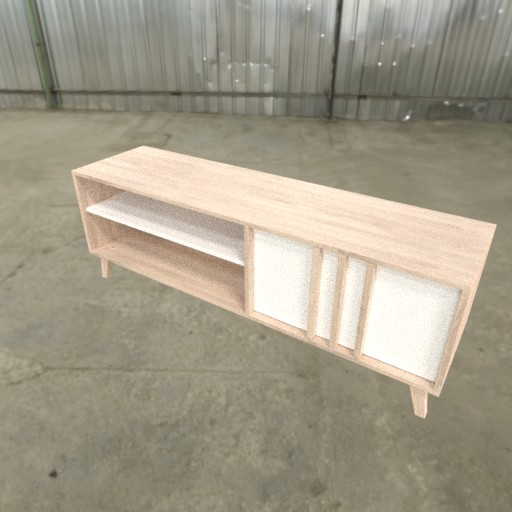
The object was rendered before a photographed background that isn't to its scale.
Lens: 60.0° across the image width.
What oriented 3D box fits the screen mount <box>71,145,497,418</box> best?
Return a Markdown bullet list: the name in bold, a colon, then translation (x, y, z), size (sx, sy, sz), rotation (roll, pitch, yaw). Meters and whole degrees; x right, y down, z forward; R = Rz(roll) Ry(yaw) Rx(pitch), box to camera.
- **screen mount**: translation (0.000, 0.000, 1.695), size (1.500, 0.510, 0.400), rotation (18, 35, 28)
